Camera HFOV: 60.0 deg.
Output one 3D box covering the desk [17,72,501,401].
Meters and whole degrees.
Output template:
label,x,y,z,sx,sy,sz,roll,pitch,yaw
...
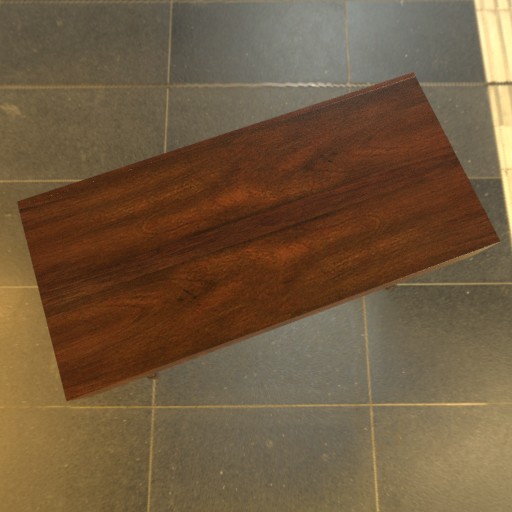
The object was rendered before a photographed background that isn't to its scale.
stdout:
label,x,y,z,sx,sy,sz,roll,pitch,yaw
desk,0.000,0.000,2.085,1.577,1.031,0.734,-19,77,-5
